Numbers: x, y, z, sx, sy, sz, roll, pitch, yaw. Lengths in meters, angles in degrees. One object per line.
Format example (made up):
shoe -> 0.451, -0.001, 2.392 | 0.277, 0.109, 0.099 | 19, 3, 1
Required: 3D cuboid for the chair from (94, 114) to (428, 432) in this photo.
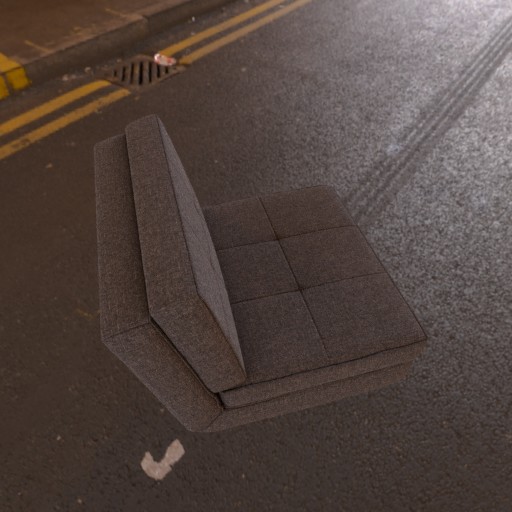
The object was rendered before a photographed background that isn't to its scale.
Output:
chair -> 0.000, 0.000, 1.310 | 0.800, 0.615, 0.740 | -11, 47, -10
